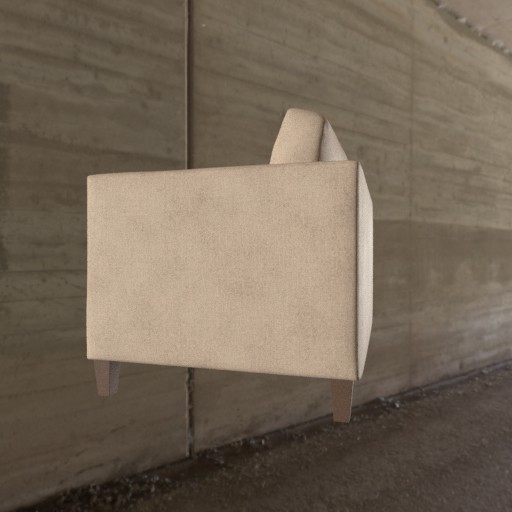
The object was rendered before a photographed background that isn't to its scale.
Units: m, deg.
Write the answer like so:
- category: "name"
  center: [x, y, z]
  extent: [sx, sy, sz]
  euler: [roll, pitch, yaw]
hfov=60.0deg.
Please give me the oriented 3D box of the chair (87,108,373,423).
- category: "chair"
  center: [0.000, 0.000, 1.915]
  extent: [0.959, 0.961, 1.133]
  euler: [0, 1, 16]
